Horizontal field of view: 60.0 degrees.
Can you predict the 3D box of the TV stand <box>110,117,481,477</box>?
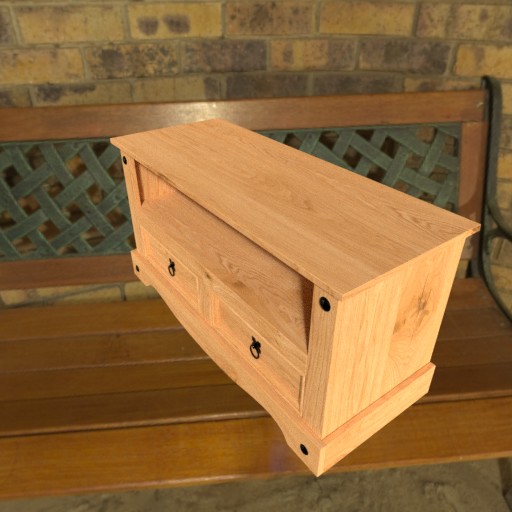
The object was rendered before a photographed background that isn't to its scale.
[{"bbox_3d":[0.000,0.000,1.381,0.440,0.550,1.080,-22,38,-30],"label":"TV stand"}]
